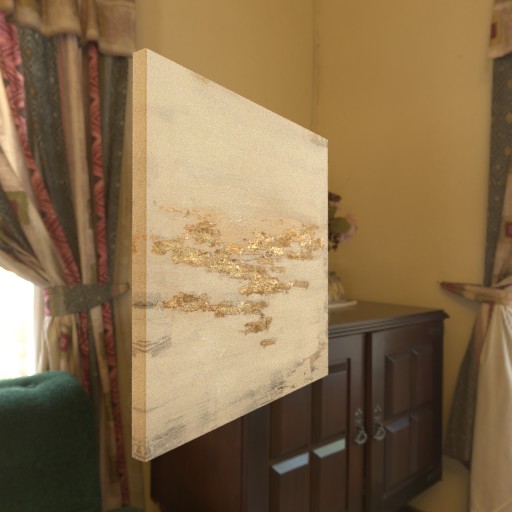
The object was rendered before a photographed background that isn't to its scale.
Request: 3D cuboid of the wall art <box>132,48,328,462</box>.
[{"bbox_3d":[0.000,0.000,1.125,0.038,0.755,0.753,0,-1,35],"label":"wall art"}]
